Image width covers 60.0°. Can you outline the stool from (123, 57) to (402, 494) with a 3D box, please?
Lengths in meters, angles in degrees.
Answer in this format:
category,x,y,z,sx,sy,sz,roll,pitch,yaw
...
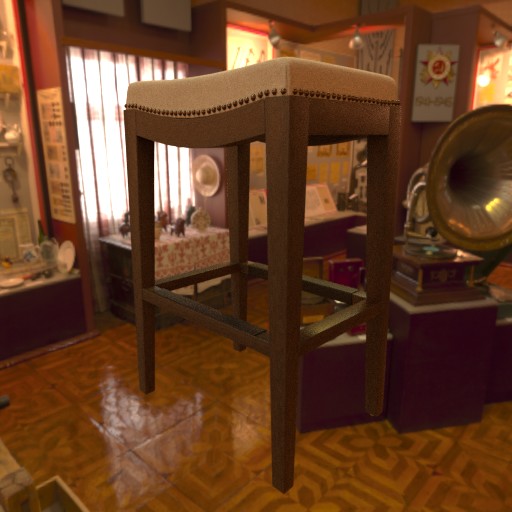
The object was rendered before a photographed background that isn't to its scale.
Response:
category,x,y,z,sx,sy,sz,roll,pitch,yaw
stool,0.000,0.000,1.011,0.498,0.759,0.358,14,20,43
